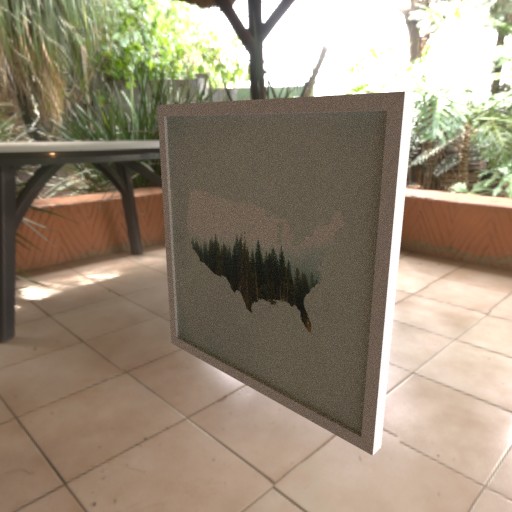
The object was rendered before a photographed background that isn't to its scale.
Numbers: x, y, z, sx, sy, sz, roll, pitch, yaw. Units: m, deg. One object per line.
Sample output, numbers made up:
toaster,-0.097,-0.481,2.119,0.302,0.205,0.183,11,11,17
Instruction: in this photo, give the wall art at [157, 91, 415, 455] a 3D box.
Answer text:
wall art,0.000,0.000,1.147,0.762,0.762,0.038,15,22,42
